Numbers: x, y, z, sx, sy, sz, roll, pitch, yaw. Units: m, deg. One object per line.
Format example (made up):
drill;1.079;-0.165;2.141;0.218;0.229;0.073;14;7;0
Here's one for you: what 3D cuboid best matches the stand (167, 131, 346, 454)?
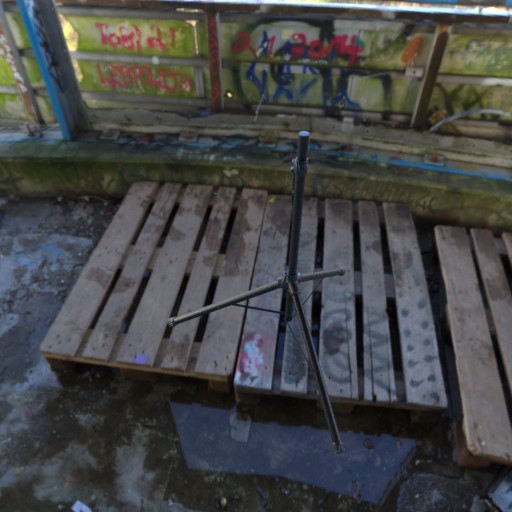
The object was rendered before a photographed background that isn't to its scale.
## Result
stand;0.000;0.000;1.819;0.907;1.136;1.045;7;45;7
